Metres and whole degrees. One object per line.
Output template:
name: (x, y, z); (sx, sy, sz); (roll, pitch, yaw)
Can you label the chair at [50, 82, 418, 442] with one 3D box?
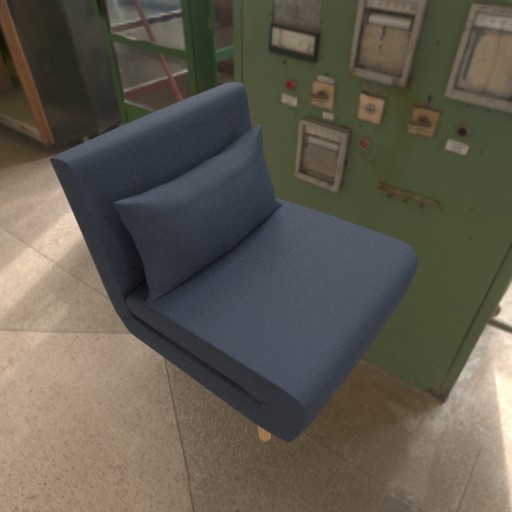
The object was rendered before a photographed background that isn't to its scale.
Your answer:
chair: (0.000, 0.000, 1.497); (0.900, 0.808, 0.770); (27, 47, 28)
